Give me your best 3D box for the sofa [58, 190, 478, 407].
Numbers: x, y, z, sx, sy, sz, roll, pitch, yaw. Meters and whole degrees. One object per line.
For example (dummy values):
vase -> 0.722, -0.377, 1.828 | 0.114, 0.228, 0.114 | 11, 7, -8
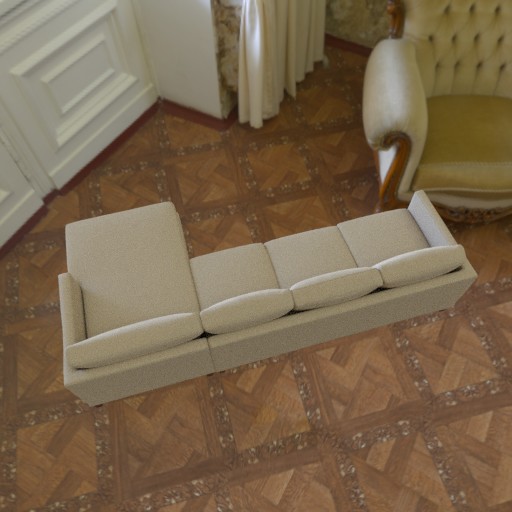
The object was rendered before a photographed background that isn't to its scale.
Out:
sofa -> 0.000, 0.000, 3.855 | 3.186, 0.861, 1.625 | -14, 59, -8
